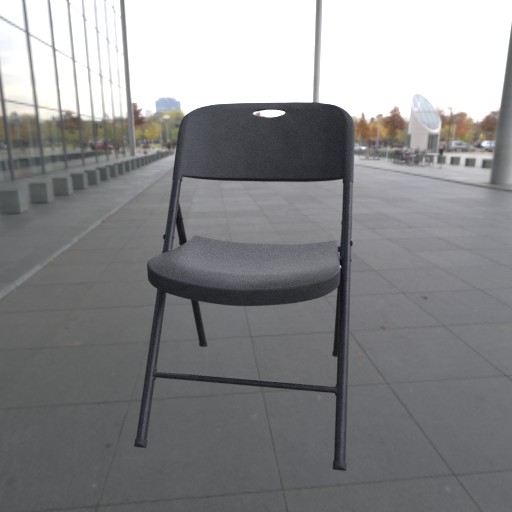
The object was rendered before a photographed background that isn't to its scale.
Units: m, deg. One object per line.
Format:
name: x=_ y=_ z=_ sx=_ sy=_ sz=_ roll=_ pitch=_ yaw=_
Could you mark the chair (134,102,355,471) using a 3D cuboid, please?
chair: x=0.000 y=0.000 z=1.169 sx=0.494 sy=0.810 sz=0.567 roll=2 pitch=15 yaw=9
